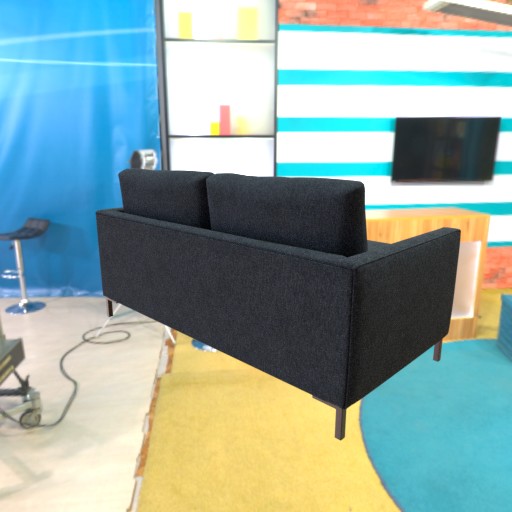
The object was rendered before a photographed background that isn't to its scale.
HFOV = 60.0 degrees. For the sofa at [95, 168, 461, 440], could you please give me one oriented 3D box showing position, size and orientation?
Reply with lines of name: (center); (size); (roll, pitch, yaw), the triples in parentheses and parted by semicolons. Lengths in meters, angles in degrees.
sofa: (0.000, 0.000, 2.244); (1.716, 0.862, 0.866); (13, 19, 43)
